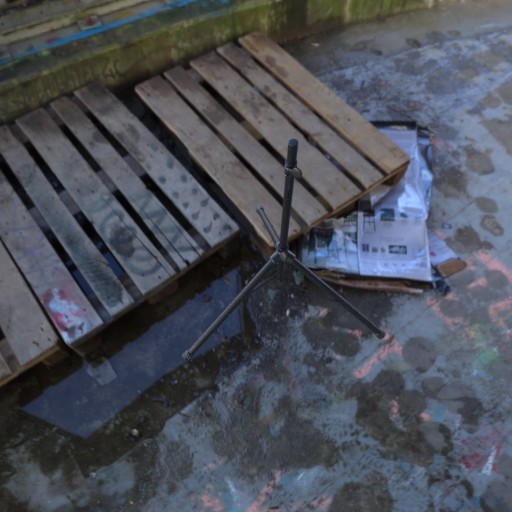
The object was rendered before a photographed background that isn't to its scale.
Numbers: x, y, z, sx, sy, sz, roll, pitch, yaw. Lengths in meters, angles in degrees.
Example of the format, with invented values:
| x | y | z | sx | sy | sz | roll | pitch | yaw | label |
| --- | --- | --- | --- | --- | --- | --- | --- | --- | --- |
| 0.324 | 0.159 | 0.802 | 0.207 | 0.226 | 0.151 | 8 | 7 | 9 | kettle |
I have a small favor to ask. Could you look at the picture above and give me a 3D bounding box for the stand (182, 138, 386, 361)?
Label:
| x | y | z | sx | sy | sz | roll | pitch | yaw | label |
| --- | --- | --- | --- | --- | --- | --- | --- | --- | --- |
| 0.000 | 0.000 | 1.879 | 0.907 | 1.136 | 1.045 | -33 | 65 | -18 | stand |
